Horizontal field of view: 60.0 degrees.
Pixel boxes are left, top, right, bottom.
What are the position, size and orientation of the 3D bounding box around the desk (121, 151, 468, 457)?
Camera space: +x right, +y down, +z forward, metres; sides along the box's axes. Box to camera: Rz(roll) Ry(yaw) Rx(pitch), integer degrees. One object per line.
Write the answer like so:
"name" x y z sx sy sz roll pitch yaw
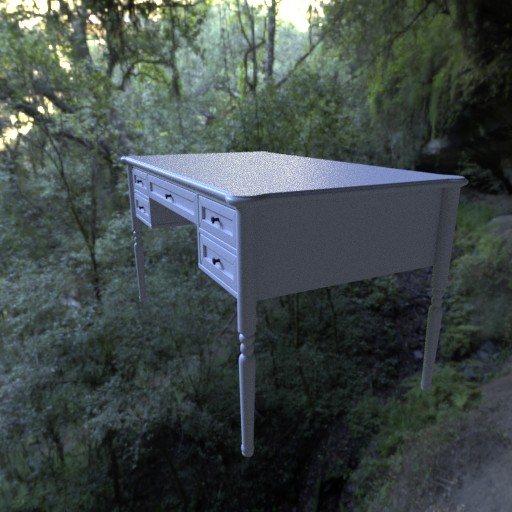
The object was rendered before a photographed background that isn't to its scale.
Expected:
"desk" 0.000 0.000 1.872 0.807 0.762 1.380 -9 19 -26
